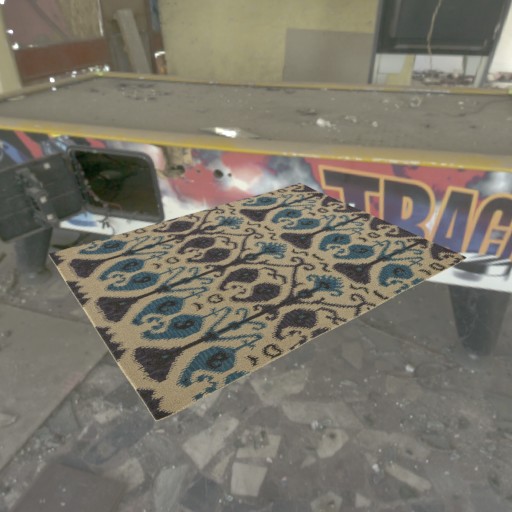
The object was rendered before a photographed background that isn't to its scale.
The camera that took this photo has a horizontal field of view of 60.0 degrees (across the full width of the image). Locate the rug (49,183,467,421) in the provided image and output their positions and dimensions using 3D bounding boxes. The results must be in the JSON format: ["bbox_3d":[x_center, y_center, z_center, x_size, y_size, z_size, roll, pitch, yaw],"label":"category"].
[{"bbox_3d":[0.000,0.000,4.264,3.228,0.024,2.443,-20,36,-31],"label":"rug"}]
